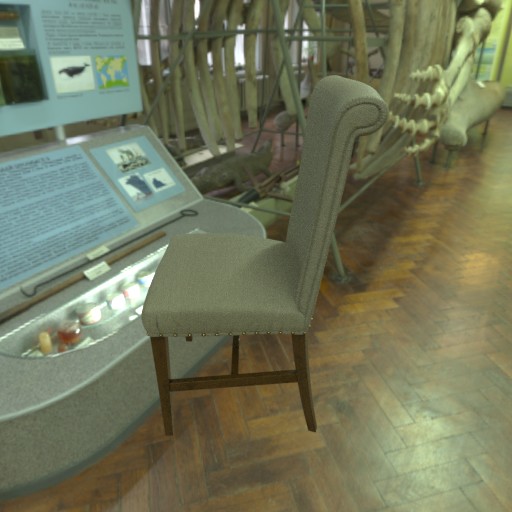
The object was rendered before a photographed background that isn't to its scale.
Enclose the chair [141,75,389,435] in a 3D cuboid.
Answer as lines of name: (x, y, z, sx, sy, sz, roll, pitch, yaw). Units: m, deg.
chair: (0.000, 0.000, 1.354, 0.608, 0.988, 0.513, 0, 27, 0)
